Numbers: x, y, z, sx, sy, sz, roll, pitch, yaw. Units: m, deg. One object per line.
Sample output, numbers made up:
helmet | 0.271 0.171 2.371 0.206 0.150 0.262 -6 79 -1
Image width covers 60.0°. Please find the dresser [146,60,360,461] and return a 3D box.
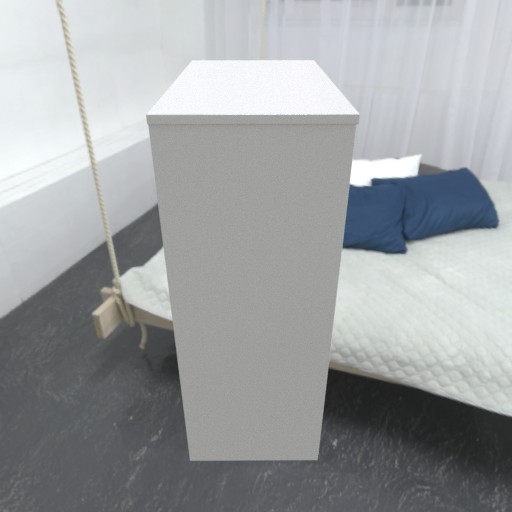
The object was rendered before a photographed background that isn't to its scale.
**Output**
dresser | 0.000 0.000 1.364 0.401 1.021 0.704 0 31 0
